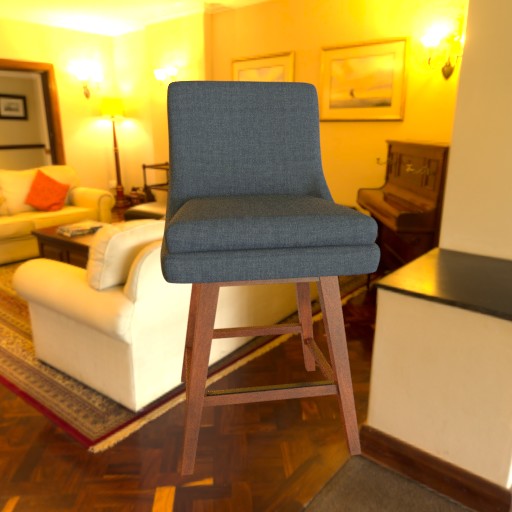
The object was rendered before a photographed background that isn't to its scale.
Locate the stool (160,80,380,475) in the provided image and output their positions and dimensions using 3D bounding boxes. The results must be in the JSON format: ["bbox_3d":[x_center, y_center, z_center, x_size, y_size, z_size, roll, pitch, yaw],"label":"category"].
[{"bbox_3d":[0.000,0.000,1.157,0.467,0.895,0.524,-3,16,-9],"label":"stool"}]
